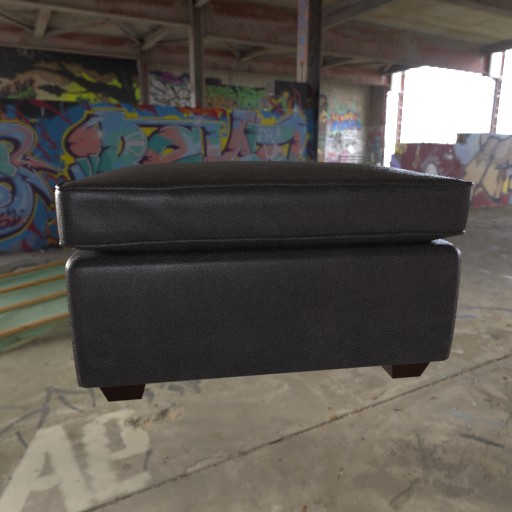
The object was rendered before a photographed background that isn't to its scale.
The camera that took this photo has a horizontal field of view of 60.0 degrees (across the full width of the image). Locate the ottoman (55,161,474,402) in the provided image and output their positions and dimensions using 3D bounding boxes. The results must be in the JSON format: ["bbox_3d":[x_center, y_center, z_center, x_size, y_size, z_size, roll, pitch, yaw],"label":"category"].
[{"bbox_3d":[0.000,0.000,1.062,0.756,0.445,0.554,-2,14,-9],"label":"ottoman"}]
